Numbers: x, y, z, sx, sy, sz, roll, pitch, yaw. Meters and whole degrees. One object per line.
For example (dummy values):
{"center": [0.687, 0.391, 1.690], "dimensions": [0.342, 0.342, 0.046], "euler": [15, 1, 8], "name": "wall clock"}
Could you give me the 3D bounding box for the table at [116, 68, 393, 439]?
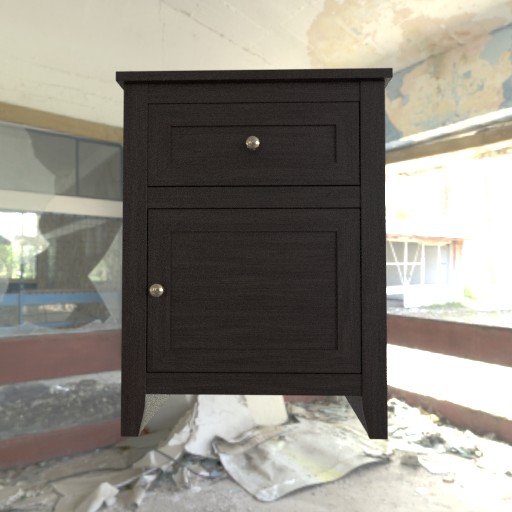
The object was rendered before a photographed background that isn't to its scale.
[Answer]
{"center": [0.000, 0.000, 0.943], "dimensions": [0.480, 0.635, 0.381], "euler": [0, -2, 2], "name": "table"}
